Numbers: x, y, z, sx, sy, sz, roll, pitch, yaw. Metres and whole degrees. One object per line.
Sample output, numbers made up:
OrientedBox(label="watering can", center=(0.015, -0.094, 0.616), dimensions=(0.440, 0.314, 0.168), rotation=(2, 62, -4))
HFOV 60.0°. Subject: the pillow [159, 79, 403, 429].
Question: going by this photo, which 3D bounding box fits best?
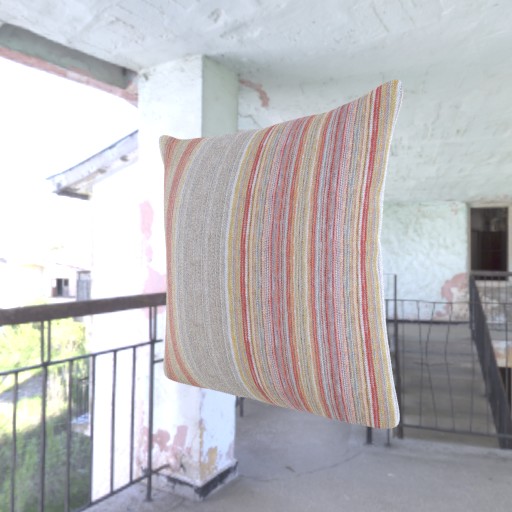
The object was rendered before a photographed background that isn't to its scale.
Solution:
OrientedBox(label="pillow", center=(0.000, 0.000, 0.683), dimensions=(0.451, 0.449, 0.191), rotation=(0, -1, 37))
